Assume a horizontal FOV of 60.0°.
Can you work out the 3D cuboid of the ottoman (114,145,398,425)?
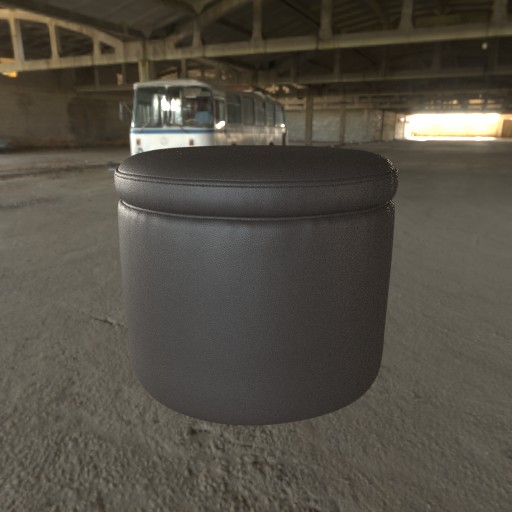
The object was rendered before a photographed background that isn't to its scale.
[{"bbox_3d":[0.000,0.000,0.855,0.500,0.409,0.500,0,16,0],"label":"ottoman"}]
